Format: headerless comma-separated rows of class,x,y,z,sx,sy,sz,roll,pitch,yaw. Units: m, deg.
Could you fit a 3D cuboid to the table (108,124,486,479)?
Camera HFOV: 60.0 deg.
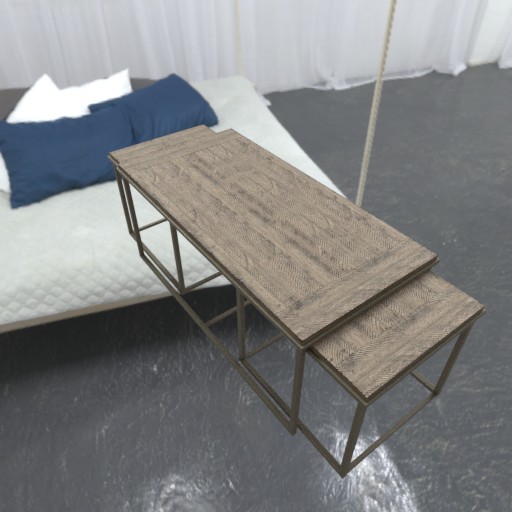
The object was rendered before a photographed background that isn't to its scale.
table,0.000,0.000,1.494,0.489,0.427,1.312,-26,47,-27
